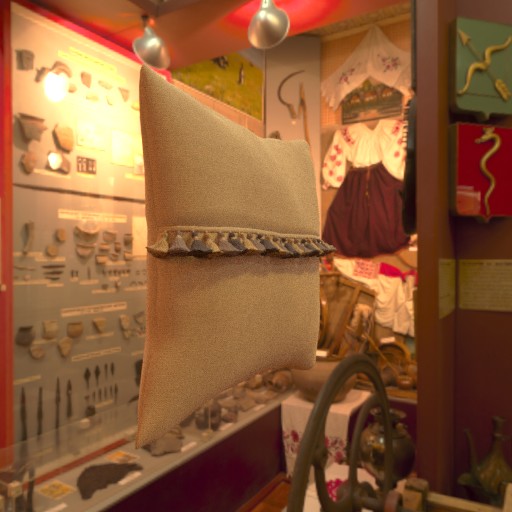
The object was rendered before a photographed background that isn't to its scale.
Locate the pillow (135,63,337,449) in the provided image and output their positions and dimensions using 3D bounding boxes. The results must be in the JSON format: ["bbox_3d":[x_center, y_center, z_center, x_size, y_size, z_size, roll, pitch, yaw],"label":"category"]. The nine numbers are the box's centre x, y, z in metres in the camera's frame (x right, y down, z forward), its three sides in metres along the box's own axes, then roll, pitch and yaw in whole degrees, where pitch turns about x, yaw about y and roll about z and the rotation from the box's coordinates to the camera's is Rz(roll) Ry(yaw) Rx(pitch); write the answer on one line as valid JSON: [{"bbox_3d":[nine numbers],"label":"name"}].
[{"bbox_3d":[0.000,0.000,0.739,0.165,0.481,0.489,0,0,33],"label":"pillow"}]
